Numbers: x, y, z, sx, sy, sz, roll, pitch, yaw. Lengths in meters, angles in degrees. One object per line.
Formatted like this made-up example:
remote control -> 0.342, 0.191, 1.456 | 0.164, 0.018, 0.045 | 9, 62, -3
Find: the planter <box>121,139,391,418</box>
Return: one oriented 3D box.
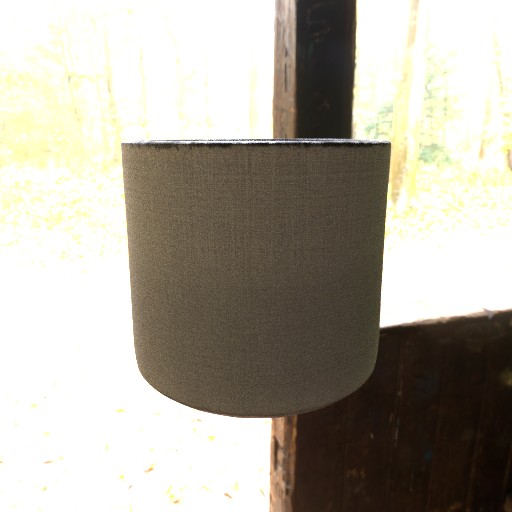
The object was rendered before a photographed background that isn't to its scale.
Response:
planter -> 0.000, 0.000, 0.395 | 0.221, 0.201, 0.221 | 0, 15, 0
